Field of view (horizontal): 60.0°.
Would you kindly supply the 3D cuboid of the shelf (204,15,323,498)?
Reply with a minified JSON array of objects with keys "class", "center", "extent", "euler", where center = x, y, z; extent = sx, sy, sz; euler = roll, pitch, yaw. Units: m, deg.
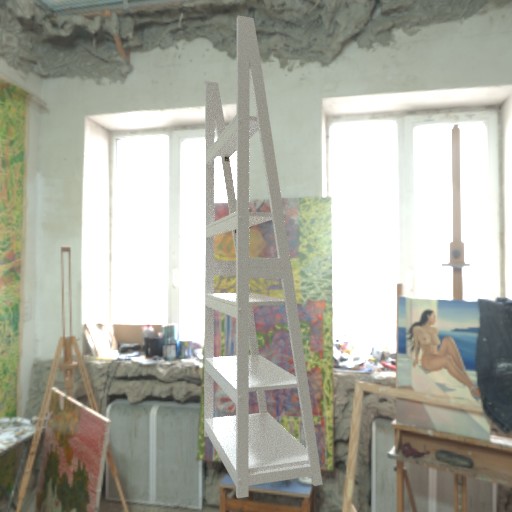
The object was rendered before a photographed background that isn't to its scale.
[{"class":"shelf","center":[0.000,0.000,1.984],"extent":[0.341,1.779,0.636],"euler":[0,-2,-18]}]
